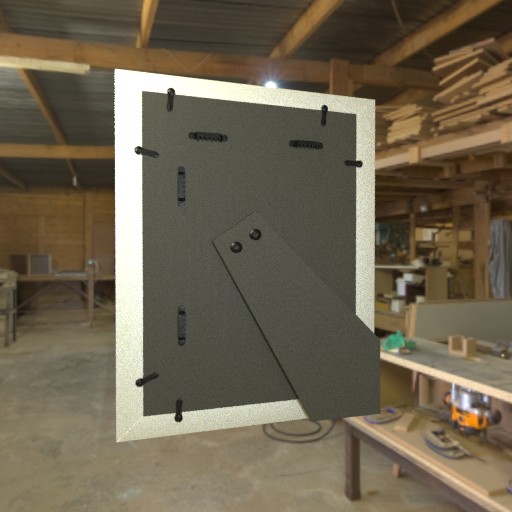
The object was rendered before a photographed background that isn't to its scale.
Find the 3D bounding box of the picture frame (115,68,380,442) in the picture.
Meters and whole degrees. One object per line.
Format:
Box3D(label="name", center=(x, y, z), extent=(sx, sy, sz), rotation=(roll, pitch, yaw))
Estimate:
Box3D(label="picture frame", center=(0.000, 0.000, 0.509), extent=(0.307, 0.386, 0.036), rotation=(0, 1, -18))
